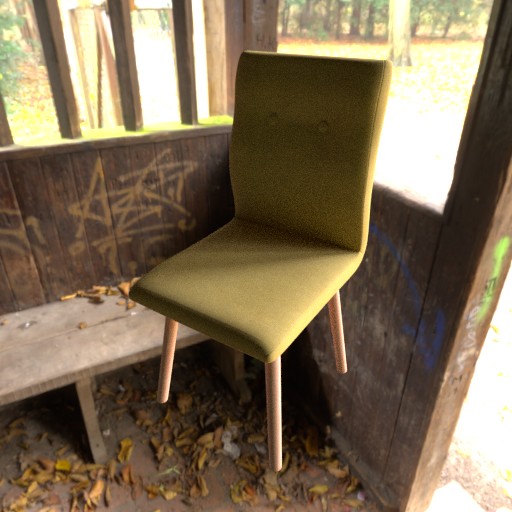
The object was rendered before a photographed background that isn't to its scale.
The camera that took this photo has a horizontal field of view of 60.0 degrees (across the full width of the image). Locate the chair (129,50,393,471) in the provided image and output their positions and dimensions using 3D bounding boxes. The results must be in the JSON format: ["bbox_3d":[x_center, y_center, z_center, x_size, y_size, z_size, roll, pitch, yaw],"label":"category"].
[{"bbox_3d":[0.000,0.000,1.212,0.450,0.965,0.550,18,35,29],"label":"chair"}]
